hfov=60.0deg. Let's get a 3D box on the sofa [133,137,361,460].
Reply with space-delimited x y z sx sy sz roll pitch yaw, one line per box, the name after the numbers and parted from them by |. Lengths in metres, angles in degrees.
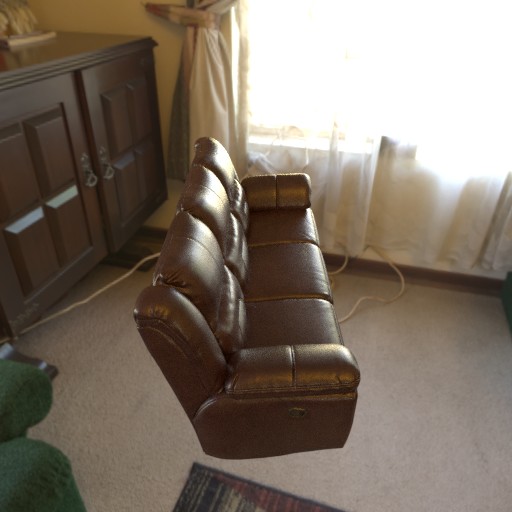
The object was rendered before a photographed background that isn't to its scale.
0.000 0.000 2.896 0.991 1.043 2.337 0 32 0 | sofa
